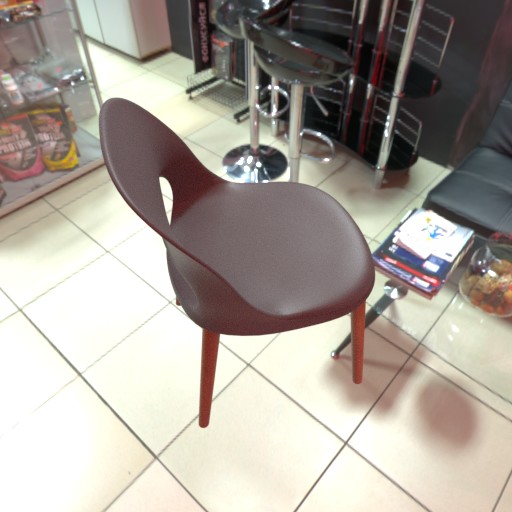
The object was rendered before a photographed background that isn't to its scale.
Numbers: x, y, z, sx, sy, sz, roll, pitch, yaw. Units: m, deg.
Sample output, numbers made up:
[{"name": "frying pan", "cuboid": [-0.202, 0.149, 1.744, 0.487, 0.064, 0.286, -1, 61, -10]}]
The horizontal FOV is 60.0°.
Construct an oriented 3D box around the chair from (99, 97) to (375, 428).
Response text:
[{"name": "chair", "cuboid": [0.000, 0.000, 1.099, 0.556, 0.795, 0.470, -12, 48, -10]}]
